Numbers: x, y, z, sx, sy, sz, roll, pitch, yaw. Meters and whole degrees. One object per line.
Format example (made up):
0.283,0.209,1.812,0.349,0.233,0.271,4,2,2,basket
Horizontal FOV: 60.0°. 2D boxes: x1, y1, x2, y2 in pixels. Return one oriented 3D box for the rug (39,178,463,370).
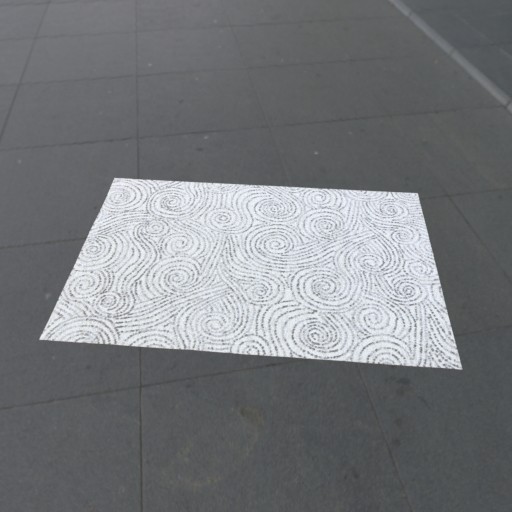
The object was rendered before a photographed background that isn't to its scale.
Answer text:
0.000,0.000,3.045,2.439,0.005,1.524,3,48,3,rug
